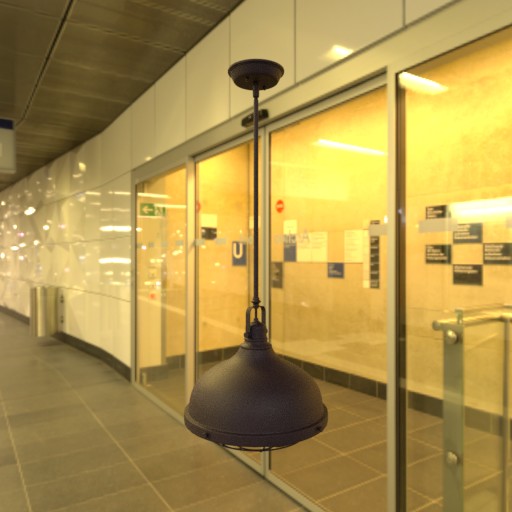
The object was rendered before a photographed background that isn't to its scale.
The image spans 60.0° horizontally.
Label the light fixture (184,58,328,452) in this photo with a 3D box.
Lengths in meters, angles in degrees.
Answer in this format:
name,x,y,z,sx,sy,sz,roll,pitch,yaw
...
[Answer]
name,x,y,z,sx,sy,sz,roll,pitch,yaw
light fixture,0.000,0.000,1.017,0.341,0.849,0.341,0,0,37
